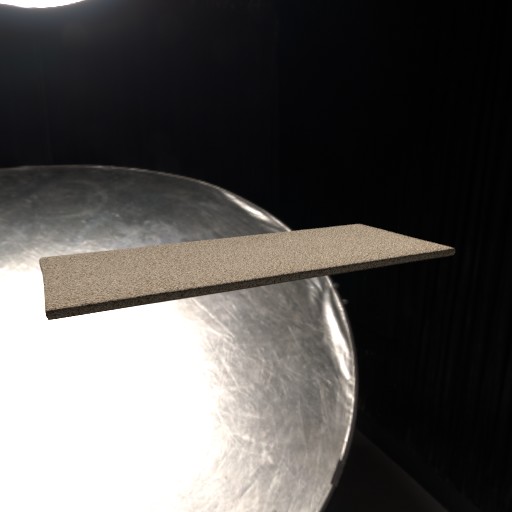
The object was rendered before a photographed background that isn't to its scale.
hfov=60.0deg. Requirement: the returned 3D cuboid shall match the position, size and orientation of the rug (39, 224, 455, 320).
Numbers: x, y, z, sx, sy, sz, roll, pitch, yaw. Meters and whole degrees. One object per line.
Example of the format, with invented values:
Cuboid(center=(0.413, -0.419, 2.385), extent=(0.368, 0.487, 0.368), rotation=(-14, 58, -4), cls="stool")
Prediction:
Cuboid(center=(0.000, 0.000, 1.738), extent=(1.524, 0.030, 0.609), rotation=(-7, 16, -26), cls="rug")
